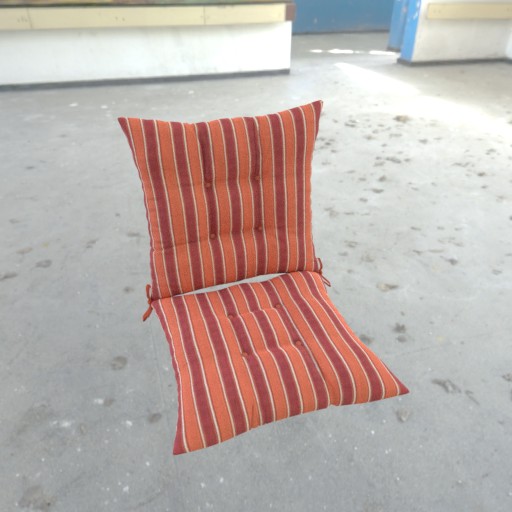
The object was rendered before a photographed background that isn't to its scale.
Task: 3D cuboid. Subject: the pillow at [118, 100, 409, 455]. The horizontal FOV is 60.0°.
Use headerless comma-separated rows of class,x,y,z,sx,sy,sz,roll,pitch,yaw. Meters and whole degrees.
pillow,0.000,0.000,0.998,0.541,0.536,0.585,-9,34,-14
